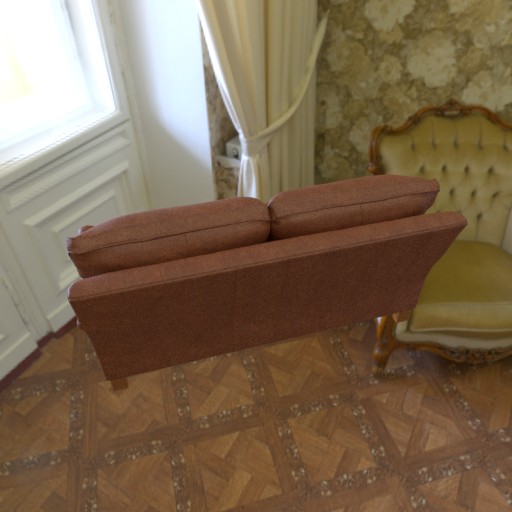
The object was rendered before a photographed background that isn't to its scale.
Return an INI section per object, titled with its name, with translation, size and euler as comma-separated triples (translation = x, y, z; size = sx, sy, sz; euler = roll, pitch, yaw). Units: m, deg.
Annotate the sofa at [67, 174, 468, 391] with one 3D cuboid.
[sofa]
translation = 0.000, 0.000, 2.826
size = 2.144, 1.071, 1.147
euler = -11, 41, -13
